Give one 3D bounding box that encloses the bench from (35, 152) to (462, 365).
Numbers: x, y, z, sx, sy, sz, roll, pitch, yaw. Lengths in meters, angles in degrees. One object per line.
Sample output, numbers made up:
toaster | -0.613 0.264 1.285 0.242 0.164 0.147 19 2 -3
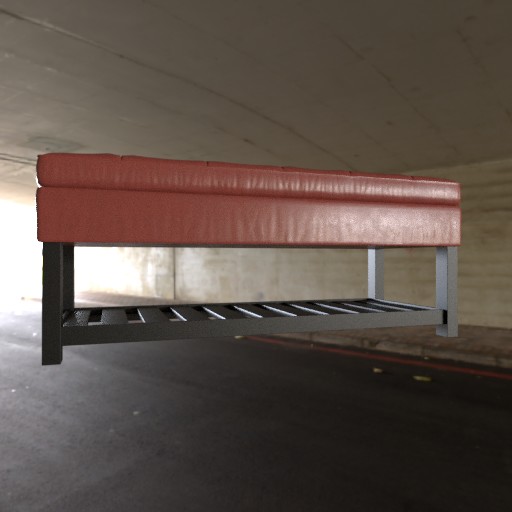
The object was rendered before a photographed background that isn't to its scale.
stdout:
bench | 0.000 0.000 1.283 1.105 0.460 0.432 0 0 -18
